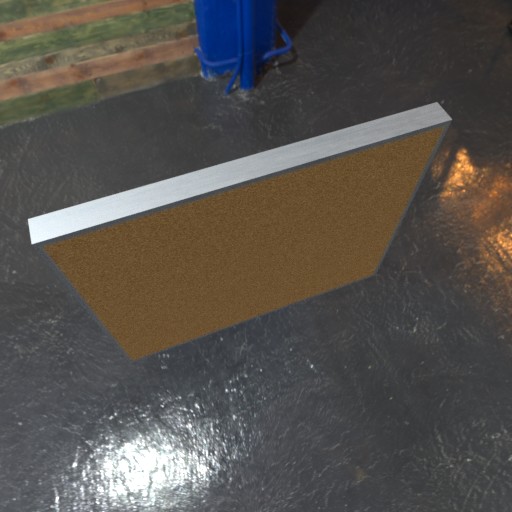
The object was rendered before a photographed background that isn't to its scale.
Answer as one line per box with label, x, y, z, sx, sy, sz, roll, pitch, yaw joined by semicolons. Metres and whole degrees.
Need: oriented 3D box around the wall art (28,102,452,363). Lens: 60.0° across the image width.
wall art;0.000;0.000;0.754;0.557;0.450;0.037;-18;61;-11
